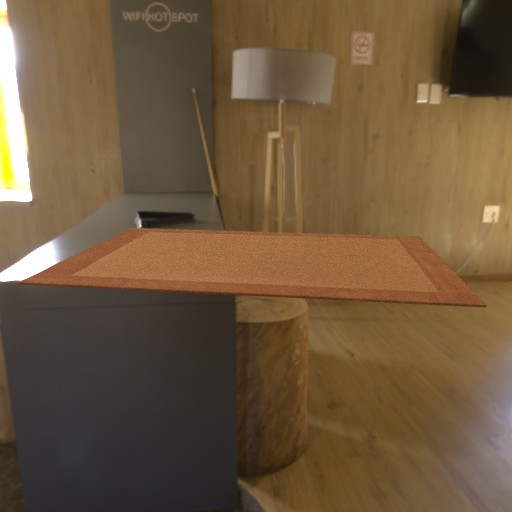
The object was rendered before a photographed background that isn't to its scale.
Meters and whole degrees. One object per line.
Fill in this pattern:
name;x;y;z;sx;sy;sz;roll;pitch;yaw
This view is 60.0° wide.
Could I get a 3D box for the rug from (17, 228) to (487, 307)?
rug;0.000;0.000;2.995;2.438;0.014;1.524;2;15;8
